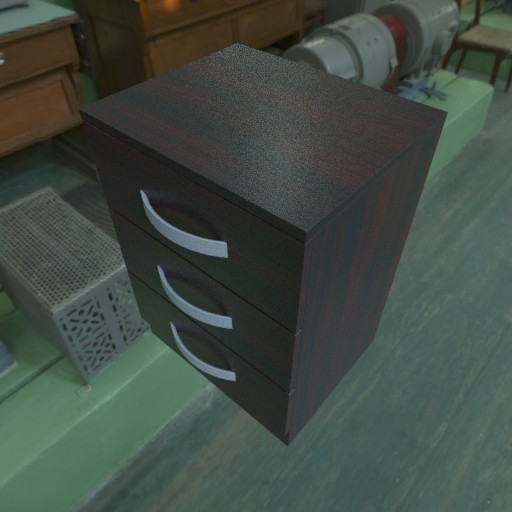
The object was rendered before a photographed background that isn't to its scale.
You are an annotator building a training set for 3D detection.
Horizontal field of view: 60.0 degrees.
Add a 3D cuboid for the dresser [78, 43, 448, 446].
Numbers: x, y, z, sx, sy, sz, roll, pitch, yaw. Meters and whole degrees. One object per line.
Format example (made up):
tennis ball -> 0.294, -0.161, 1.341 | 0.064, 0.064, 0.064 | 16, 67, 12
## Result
dresser -> 0.000, 0.000, 0.815 | 0.400, 0.560, 0.360 | 32, 53, 28
